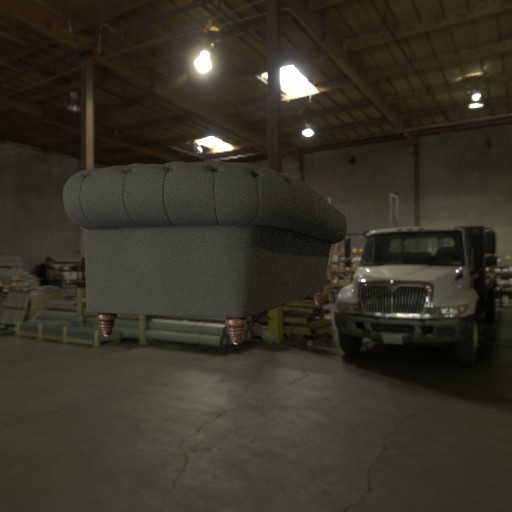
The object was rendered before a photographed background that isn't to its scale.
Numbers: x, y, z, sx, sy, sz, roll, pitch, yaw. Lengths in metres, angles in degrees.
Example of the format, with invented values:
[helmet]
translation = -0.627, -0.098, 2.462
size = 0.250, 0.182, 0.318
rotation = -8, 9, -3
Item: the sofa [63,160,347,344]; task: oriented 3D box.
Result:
[sofa]
translation = 0.000, 0.000, 2.808
size = 0.991, 0.762, 2.362
rotation = 0, -1, 18
